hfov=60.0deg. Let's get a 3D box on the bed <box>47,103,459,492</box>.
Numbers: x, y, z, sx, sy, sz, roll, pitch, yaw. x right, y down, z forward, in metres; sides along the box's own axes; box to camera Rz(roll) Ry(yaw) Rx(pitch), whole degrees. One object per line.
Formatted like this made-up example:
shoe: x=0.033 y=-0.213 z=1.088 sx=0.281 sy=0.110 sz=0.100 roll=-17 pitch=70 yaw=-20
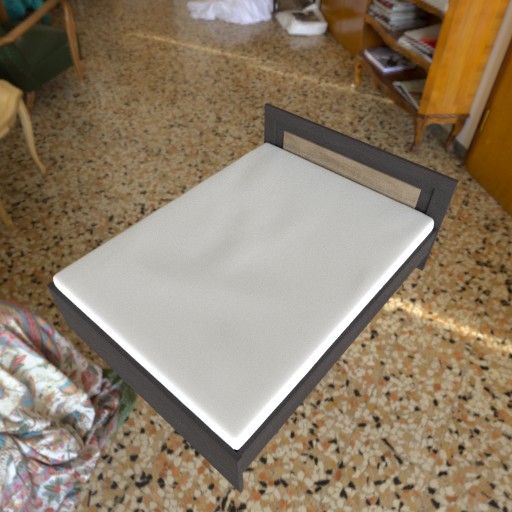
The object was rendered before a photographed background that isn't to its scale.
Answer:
bed: x=0.000 y=0.000 z=2.899 sx=1.585 sy=0.823 sz=2.073 roll=32 pitch=53 yaw=27
